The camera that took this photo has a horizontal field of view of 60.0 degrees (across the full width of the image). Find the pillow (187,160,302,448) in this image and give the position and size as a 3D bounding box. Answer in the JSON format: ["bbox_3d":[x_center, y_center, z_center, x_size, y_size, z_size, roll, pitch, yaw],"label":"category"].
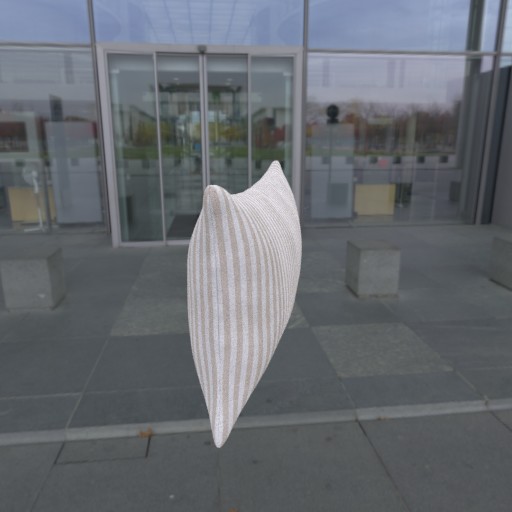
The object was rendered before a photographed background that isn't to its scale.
[{"bbox_3d":[0.000,0.000,0.752,0.151,0.295,0.617,2,15,8],"label":"pillow"}]
